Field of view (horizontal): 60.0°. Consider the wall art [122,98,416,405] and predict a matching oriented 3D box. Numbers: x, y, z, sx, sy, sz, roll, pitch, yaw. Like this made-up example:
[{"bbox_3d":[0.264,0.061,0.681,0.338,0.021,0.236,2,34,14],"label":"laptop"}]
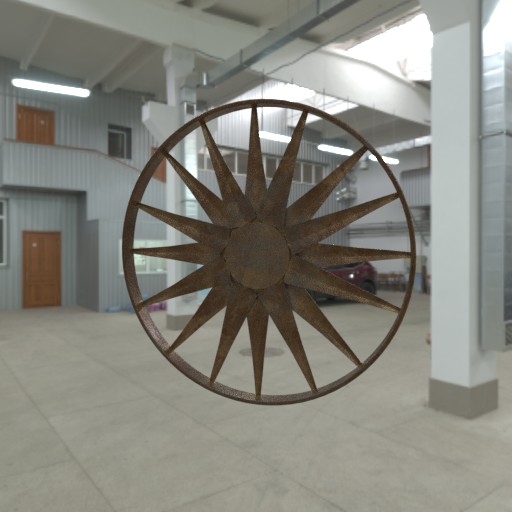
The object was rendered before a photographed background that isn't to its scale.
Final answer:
[{"bbox_3d":[0.000,0.000,0.857,0.582,0.583,0.084,0,0,18],"label":"wall art"}]
